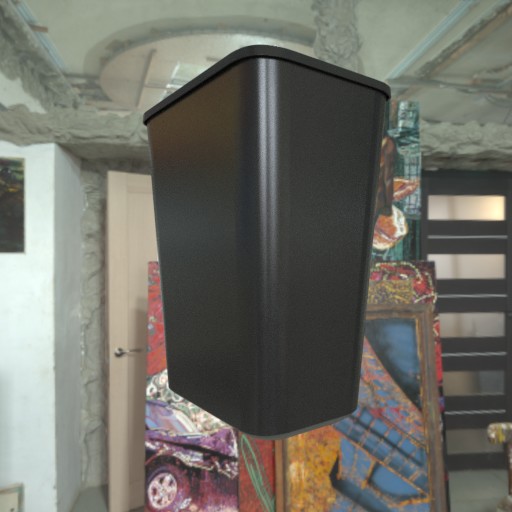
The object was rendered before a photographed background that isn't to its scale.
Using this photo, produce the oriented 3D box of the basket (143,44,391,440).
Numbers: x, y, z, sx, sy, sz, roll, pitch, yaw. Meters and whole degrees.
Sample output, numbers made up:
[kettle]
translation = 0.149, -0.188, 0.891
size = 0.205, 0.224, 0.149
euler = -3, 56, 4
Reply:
[basket]
translation = 0.000, 0.000, 0.767
size = 0.287, 0.521, 0.394
euler = 0, 0, -35
